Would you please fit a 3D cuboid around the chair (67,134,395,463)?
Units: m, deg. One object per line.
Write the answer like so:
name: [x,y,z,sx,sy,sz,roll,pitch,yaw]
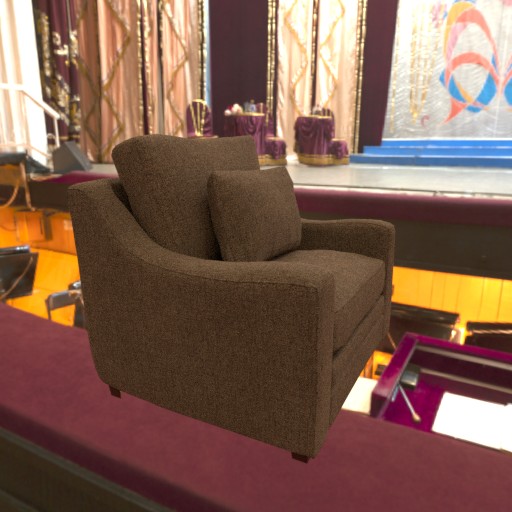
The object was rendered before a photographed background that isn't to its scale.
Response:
chair: [0.000,0.000,1.944,1.009,1.037,1.138,7,16,27]
